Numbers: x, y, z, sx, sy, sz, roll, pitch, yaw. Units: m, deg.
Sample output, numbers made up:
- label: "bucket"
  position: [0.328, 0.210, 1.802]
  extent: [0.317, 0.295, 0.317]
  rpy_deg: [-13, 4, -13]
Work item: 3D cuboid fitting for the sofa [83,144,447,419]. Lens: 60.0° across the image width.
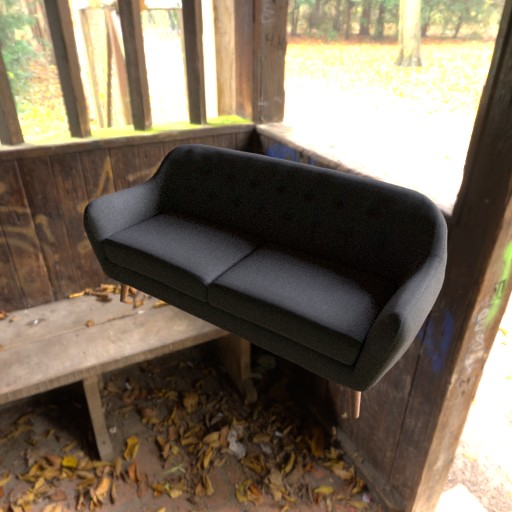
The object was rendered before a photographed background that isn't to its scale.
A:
- label: "sofa"
  position: [0.000, 0.000, 2.347]
  extent: [1.840, 0.820, 0.820]
  rpy_deg: [19, 35, 30]
